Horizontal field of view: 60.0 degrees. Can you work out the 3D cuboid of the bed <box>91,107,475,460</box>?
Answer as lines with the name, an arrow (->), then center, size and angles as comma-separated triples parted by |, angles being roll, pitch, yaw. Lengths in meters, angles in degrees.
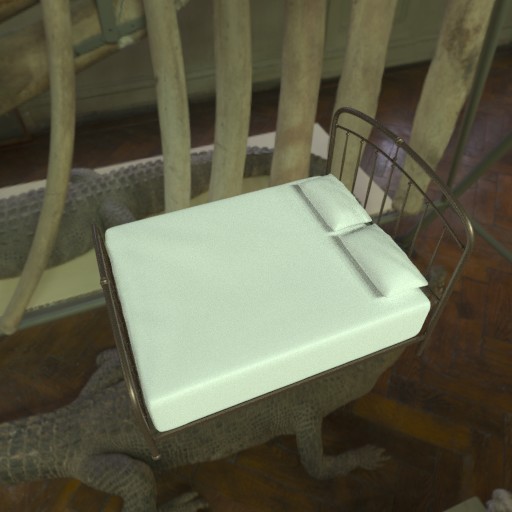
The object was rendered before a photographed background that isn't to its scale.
bed -> 0.000, 0.000, 3.247 | 2.168, 1.475, 1.711 | -16, 48, -15
